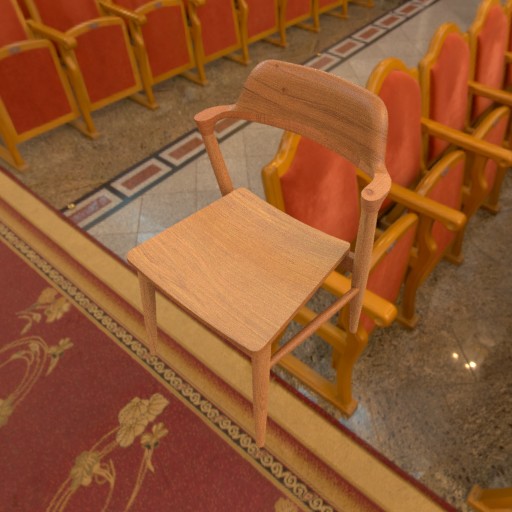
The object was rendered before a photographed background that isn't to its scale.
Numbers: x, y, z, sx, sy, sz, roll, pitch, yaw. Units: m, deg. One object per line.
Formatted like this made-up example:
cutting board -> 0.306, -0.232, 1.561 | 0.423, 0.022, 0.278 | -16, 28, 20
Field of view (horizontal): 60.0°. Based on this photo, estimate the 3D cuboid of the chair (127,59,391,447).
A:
chair -> 0.000, 0.000, 1.137 | 0.512, 0.792, 0.499 | 31, 54, 27
